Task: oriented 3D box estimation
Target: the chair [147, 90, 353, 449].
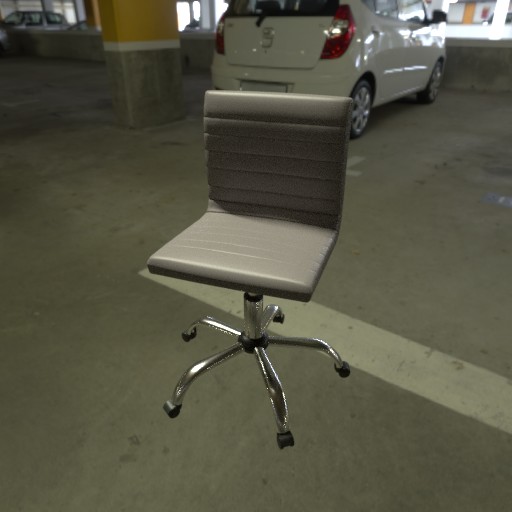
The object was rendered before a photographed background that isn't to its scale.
[{"bbox_3d":[0.000,0.000,1.173,0.556,0.780,0.530,9,30,17],"label":"chair"}]
